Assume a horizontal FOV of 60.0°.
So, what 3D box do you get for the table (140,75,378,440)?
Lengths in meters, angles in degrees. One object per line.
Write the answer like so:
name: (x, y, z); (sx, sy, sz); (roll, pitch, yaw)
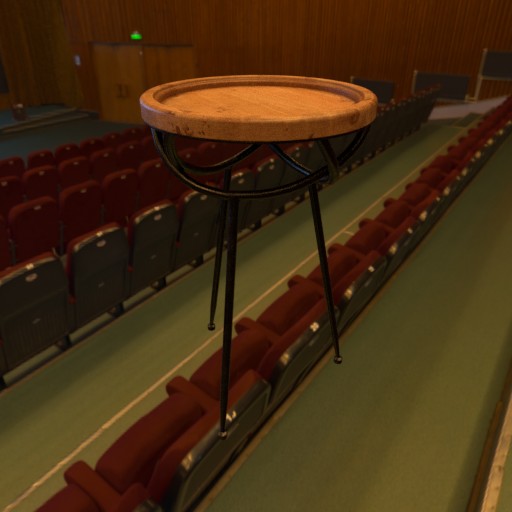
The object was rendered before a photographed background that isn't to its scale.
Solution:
table: (0.000, 0.000, 0.944); (0.414, 0.664, 0.418); (19, 35, 29)
